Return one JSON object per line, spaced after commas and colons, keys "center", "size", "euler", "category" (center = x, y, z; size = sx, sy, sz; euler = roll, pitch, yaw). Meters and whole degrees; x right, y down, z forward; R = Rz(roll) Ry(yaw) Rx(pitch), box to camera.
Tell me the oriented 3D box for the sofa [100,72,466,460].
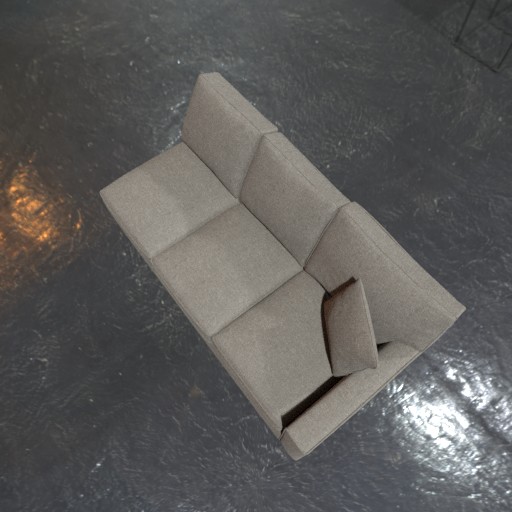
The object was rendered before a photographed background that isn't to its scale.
{"center": [0.000, 0.000, 2.569], "size": [1.034, 0.946, 1.963], "euler": [-35, 68, -16], "category": "sofa"}
